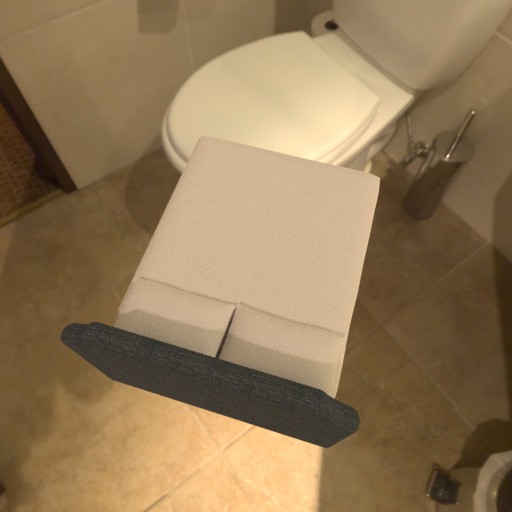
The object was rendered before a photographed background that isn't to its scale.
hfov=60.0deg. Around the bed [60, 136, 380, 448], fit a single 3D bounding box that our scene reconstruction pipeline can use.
[{"bbox_3d":[0.000,0.000,3.389,1.828,1.297,2.208,15,63,8],"label":"bed"}]
